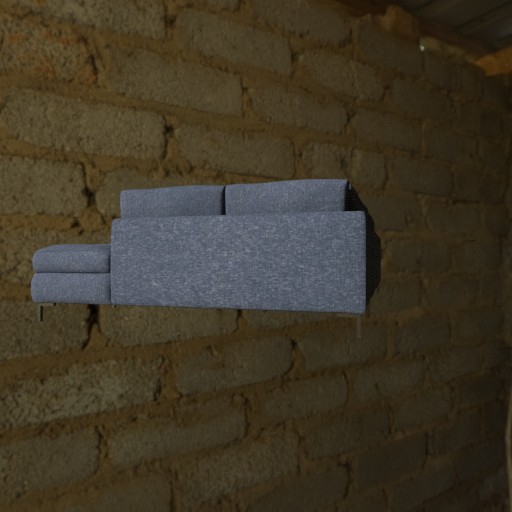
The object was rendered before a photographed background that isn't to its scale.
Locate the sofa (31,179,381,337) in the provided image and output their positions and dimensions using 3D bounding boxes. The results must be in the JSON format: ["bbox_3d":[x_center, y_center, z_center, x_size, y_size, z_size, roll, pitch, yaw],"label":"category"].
[{"bbox_3d":[0.000,0.000,3.814,2.007,0.815,2.949,0,0,17],"label":"sofa"}]
